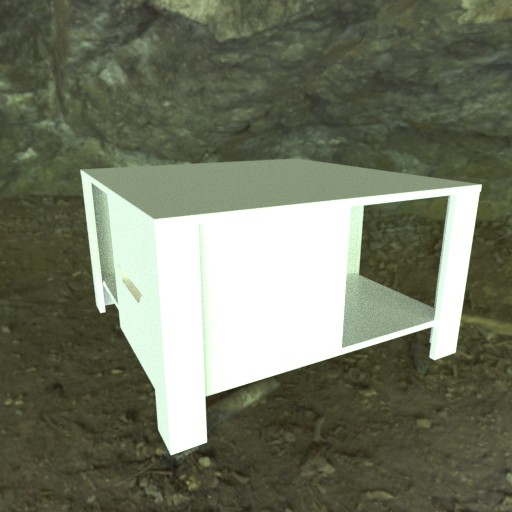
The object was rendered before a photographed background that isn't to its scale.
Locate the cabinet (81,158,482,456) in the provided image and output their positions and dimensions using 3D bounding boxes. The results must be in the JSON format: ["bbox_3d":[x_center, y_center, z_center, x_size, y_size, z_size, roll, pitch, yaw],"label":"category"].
[{"bbox_3d":[0.000,0.000,1.284,0.800,0.460,0.800,-9,20,-27],"label":"cabinet"}]
